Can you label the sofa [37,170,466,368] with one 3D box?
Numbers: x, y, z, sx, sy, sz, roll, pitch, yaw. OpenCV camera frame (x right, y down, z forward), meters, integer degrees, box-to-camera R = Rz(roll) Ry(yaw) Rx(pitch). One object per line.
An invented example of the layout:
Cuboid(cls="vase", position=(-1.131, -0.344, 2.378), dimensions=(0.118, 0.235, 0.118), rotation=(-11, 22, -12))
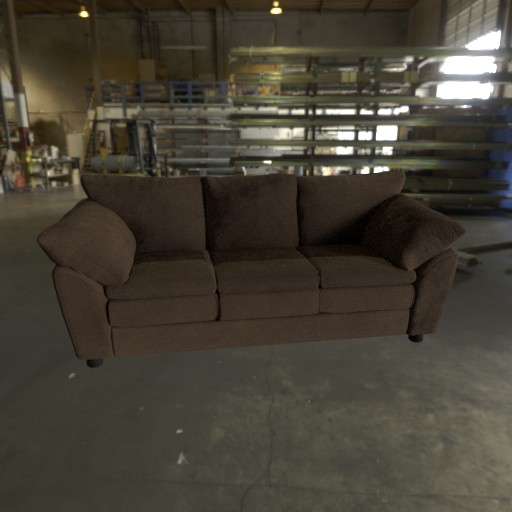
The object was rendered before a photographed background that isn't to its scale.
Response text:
Cuboid(cls="sofa", position=(0.000, 0.000, 2.808), dimensions=(2.336, 1.015, 0.878), rotation=(-2, 15, -9))
